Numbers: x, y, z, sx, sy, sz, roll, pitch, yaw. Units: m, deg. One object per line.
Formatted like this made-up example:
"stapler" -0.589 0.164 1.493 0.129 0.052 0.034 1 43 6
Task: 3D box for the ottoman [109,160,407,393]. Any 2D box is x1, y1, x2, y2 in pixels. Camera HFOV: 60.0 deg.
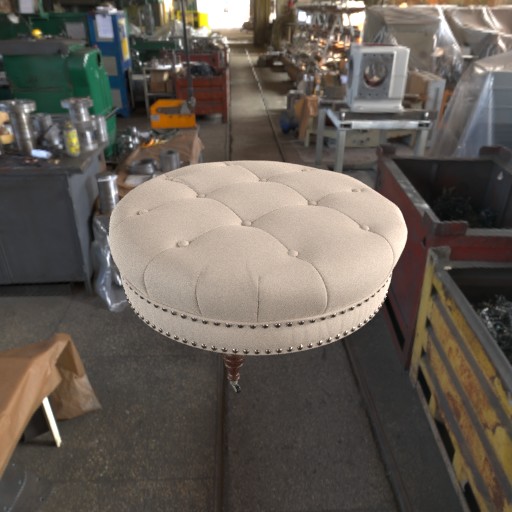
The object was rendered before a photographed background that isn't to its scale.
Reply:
"ottoman" 0.000 0.000 1.443 0.901 0.439 0.901 0 29 0
